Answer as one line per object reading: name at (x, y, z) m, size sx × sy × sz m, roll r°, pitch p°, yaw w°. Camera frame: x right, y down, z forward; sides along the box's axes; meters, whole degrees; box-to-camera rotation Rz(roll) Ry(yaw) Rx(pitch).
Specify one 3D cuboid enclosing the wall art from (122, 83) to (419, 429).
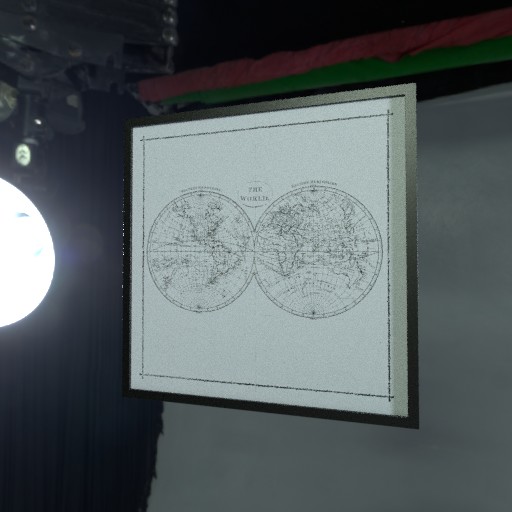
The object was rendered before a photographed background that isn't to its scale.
wall art at (0.000, 0.000, 1.128) m, size 0.773 × 0.775 × 0.031 m, roll 0°, pitch -2°, yaw 19°
